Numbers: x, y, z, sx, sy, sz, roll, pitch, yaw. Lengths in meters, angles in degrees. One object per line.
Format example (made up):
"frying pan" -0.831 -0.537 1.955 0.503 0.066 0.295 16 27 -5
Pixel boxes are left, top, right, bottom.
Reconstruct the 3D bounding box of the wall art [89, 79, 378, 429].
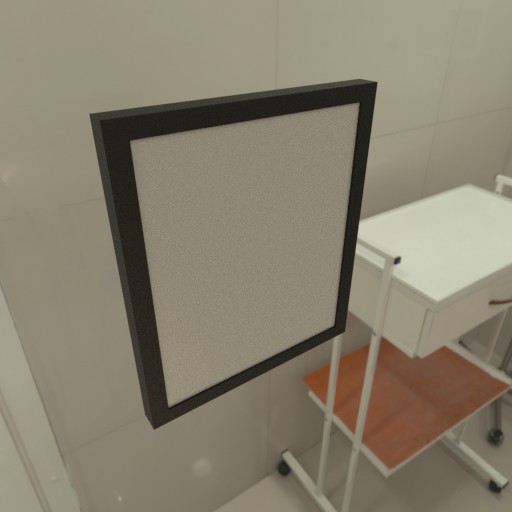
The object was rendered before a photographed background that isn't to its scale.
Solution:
"wall art" 0.000 0.000 0.550 0.330 0.381 0.029 -19 35 -29
